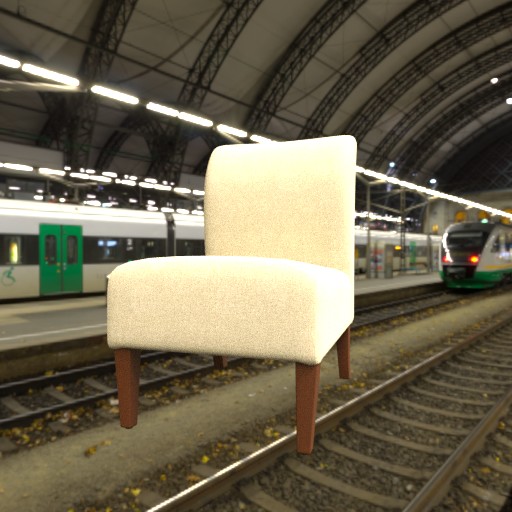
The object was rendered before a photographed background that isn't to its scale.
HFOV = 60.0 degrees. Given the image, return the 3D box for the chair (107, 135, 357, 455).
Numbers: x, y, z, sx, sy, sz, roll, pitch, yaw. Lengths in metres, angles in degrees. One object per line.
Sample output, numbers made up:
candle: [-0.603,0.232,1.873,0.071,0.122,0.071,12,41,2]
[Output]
chair: [0.000,0.000,1.322,0.521,0.833,0.754,0,0,19]
